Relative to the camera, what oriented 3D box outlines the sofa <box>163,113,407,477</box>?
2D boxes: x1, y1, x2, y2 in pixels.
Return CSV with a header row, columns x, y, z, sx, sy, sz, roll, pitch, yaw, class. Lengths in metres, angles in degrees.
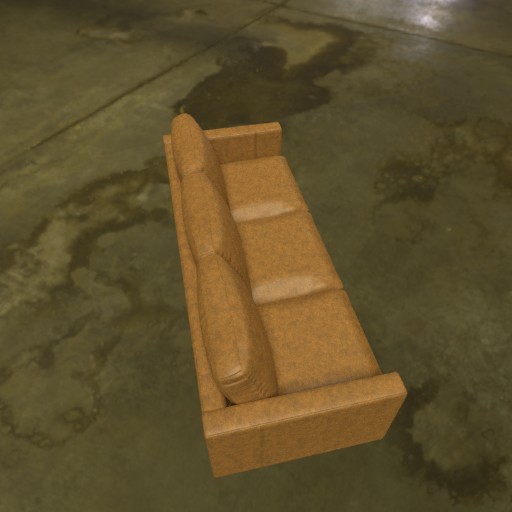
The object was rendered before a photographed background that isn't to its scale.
x,y,z,sx,sy,sz,roll,pitch,yaw,class
0.000,0.000,2.717,0.903,0.930,2.231,-9,48,-8,sofa
